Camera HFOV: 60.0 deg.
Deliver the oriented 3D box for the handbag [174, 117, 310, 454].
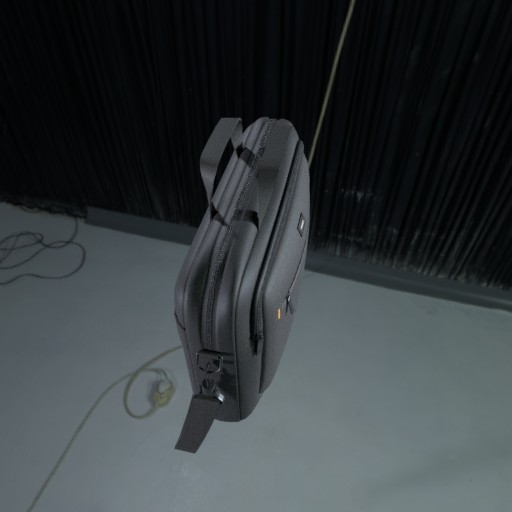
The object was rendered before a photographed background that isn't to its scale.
[{"bbox_3d":[0.000,0.000,0.579,0.126,0.330,0.429,9,47,9],"label":"handbag"}]
